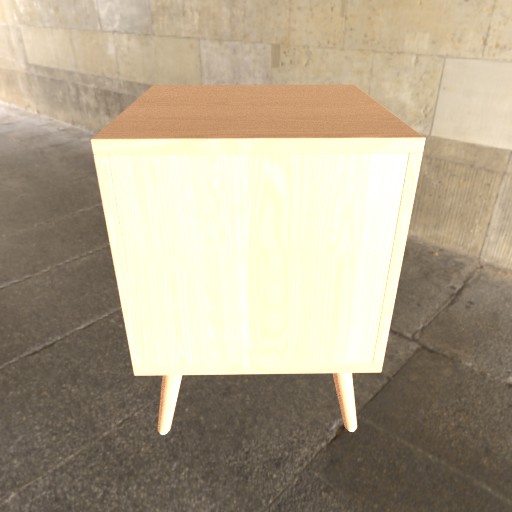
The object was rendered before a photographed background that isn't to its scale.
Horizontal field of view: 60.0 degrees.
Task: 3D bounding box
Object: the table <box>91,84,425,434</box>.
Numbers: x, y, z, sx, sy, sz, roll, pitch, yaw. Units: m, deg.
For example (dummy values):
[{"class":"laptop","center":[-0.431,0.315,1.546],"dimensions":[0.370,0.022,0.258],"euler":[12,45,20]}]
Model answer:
[{"class":"table","center":[0.000,0.000,0.838],"dimensions":[0.400,0.550,0.400],"euler":[-1,30,-1]}]
